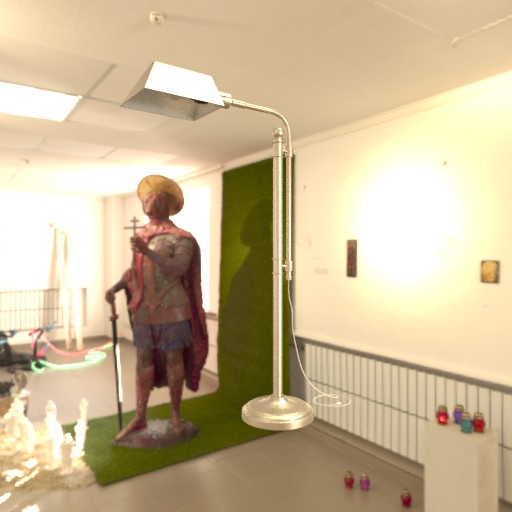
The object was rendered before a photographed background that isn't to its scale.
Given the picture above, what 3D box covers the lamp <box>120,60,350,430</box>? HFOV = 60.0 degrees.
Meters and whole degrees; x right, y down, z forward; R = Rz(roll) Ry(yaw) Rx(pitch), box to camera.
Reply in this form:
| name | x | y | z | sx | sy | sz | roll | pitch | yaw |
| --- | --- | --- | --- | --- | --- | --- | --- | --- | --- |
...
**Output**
| name | x | y | z | sx | sy | sz | roll | pitch | yaw |
| --- | --- | --- | --- | --- | --- | --- | --- | --- | --- |
| lamp | 0.000 | 0.000 | 0.941 | 0.546 | 0.708 | 0.159 | 0 | 1 | -35 |
